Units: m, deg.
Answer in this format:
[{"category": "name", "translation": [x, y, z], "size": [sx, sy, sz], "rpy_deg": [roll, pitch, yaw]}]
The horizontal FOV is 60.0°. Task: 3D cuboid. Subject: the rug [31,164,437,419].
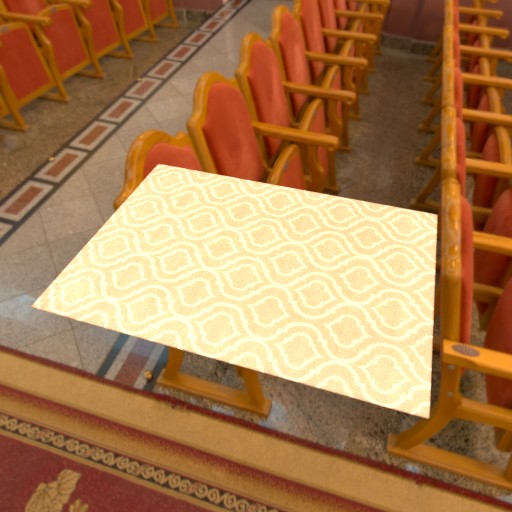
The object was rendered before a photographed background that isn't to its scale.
[{"category": "rug", "translation": [0.000, 0.000, 4.338], "size": [3.353, 0.010, 2.438], "rpy_deg": [12, 45, 13]}]
